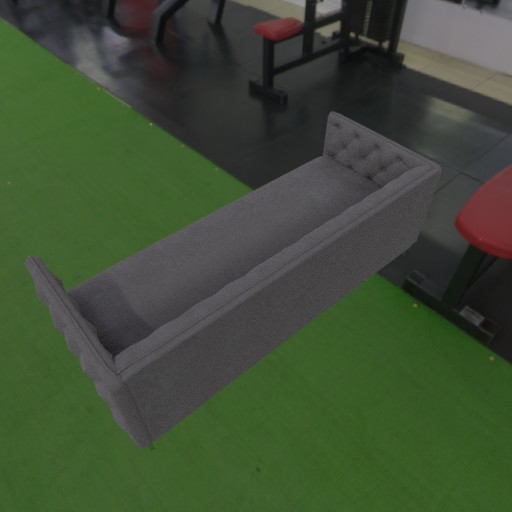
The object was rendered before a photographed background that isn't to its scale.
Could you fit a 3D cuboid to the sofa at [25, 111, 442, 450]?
[{"bbox_3d":[0.000,0.000,2.609,2.209,0.771,0.895,-32,54,-27],"label":"sofa"}]
